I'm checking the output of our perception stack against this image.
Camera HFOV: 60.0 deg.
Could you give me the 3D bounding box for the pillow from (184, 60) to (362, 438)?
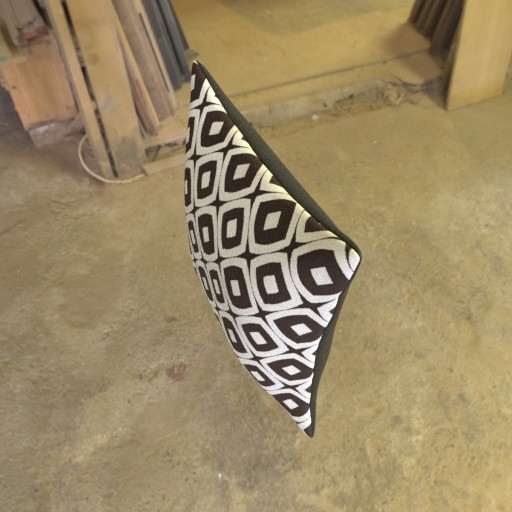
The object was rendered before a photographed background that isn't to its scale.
[{"bbox_3d":[0.000,0.000,0.780,0.188,0.494,0.504,-19,50,-16],"label":"pillow"}]
